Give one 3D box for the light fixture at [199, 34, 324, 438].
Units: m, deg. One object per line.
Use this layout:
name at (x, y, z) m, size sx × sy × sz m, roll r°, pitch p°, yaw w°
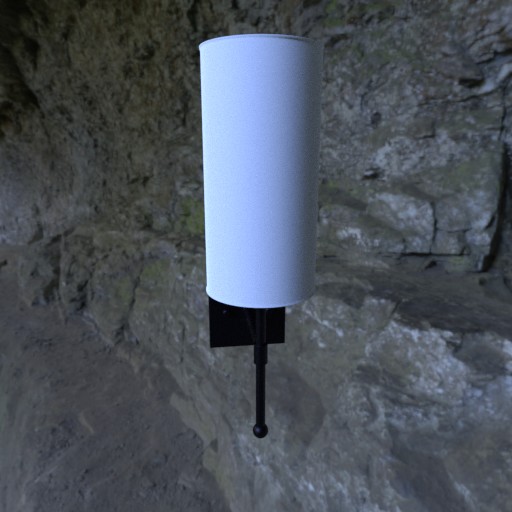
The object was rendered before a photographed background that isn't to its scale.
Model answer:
light fixture at (0.000, 0.000, 0.552) m, size 0.128 × 0.462 × 0.208 m, roll -2°, pitch 15°, yaw -8°
